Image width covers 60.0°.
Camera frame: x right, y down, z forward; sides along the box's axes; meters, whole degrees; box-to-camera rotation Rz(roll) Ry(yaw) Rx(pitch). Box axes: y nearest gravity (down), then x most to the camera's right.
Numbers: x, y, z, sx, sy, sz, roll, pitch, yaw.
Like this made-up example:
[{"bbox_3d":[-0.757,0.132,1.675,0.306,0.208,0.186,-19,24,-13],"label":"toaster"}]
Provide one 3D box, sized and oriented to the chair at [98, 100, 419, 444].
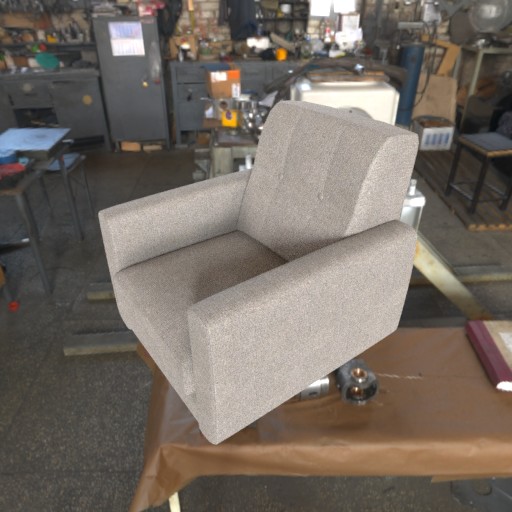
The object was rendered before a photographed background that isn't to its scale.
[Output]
[{"bbox_3d":[0.000,0.000,1.692,0.942,0.968,0.845,-21,38,-30],"label":"chair"}]
